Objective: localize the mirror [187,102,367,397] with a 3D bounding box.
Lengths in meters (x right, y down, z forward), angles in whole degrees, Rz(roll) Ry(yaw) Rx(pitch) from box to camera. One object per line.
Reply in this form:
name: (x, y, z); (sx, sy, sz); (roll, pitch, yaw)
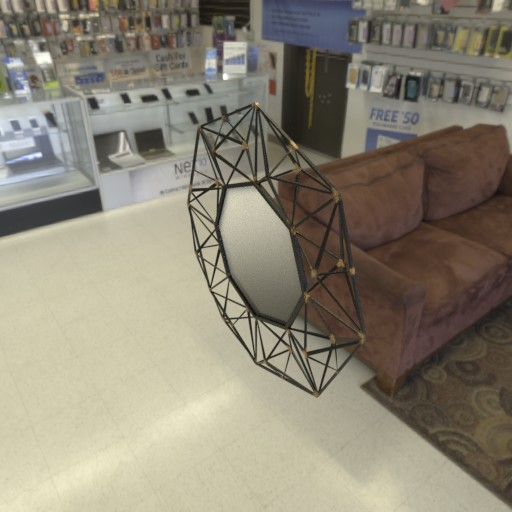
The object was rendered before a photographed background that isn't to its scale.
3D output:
mirror: (0.000, 0.000, 1.057); (0.094, 0.710, 0.710); (-20, 37, -29)
